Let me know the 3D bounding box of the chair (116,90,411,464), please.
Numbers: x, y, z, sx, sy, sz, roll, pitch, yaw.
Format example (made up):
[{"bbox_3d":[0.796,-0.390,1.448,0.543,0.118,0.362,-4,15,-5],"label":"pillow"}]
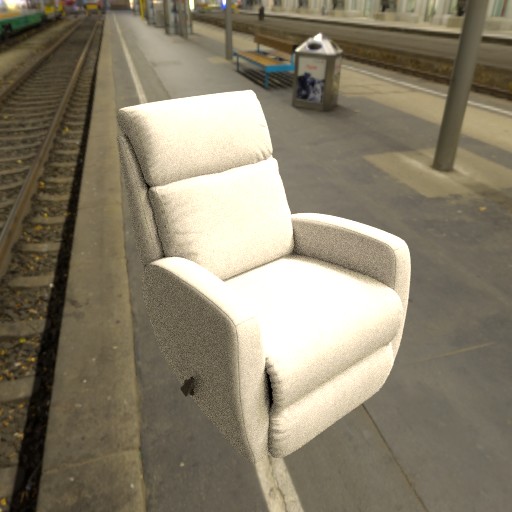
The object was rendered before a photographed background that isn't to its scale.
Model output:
[{"bbox_3d":[0.000,0.000,1.639,0.812,1.015,0.941,-21,36,-32],"label":"chair"}]
